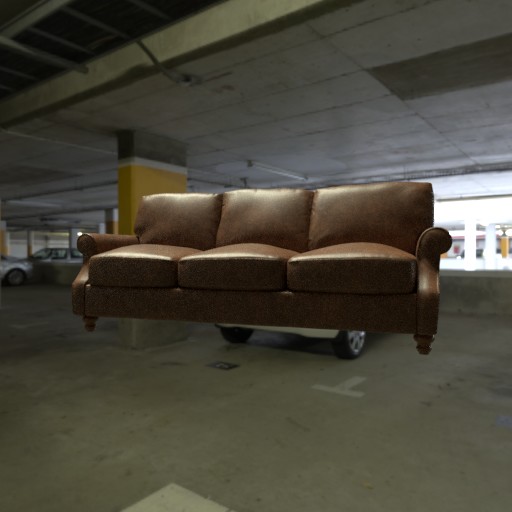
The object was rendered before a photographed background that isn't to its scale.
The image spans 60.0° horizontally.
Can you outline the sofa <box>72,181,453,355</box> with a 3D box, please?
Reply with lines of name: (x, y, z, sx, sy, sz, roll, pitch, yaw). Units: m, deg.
sofa: (0.000, 0.000, 2.934, 2.351, 0.977, 0.973, 0, 0, 19)
